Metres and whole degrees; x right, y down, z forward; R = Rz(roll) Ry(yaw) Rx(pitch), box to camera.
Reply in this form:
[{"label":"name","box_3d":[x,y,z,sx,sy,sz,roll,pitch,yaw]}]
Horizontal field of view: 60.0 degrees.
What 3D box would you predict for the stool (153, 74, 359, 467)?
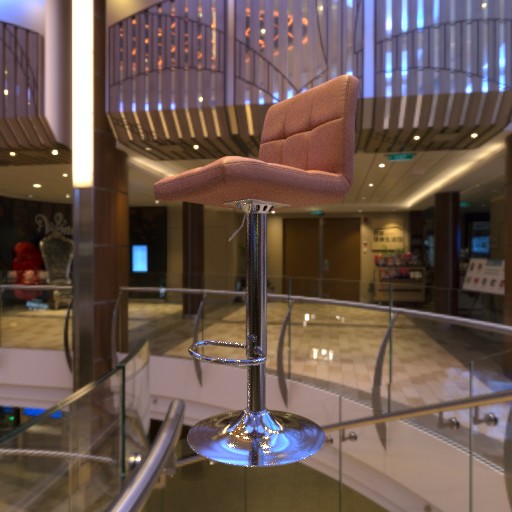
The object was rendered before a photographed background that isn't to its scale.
[{"label":"stool","box_3d":[0.000,0.000,1.371,0.505,1.115,0.430,0,0,-36]}]
